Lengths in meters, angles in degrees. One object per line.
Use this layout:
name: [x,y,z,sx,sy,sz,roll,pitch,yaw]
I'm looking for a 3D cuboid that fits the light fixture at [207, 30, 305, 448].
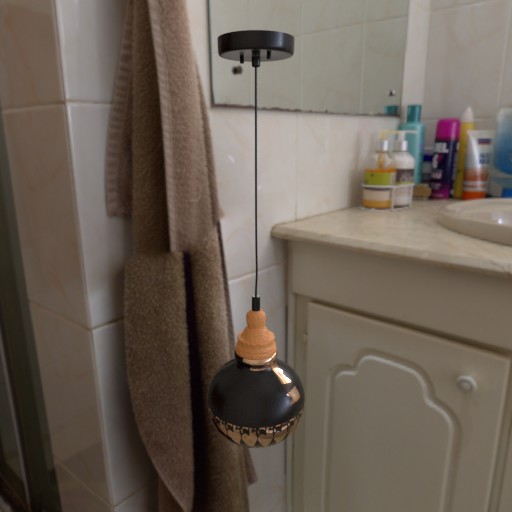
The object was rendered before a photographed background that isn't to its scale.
light fixture: [0.000,0.000,1.792,0.430,1.606,0.430,13,20,41]
